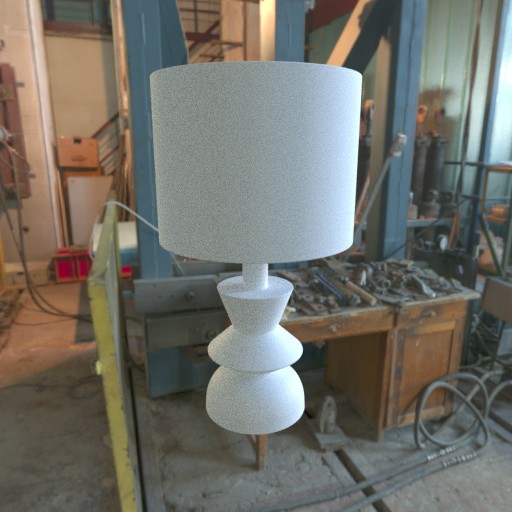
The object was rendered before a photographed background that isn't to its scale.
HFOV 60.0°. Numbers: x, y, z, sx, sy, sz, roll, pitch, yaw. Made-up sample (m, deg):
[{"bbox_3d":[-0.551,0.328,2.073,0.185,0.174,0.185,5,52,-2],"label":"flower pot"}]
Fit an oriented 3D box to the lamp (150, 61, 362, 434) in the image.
[{"bbox_3d":[0.000,0.000,0.712,0.301,0.533,0.301,7,16,26],"label":"lamp"}]
